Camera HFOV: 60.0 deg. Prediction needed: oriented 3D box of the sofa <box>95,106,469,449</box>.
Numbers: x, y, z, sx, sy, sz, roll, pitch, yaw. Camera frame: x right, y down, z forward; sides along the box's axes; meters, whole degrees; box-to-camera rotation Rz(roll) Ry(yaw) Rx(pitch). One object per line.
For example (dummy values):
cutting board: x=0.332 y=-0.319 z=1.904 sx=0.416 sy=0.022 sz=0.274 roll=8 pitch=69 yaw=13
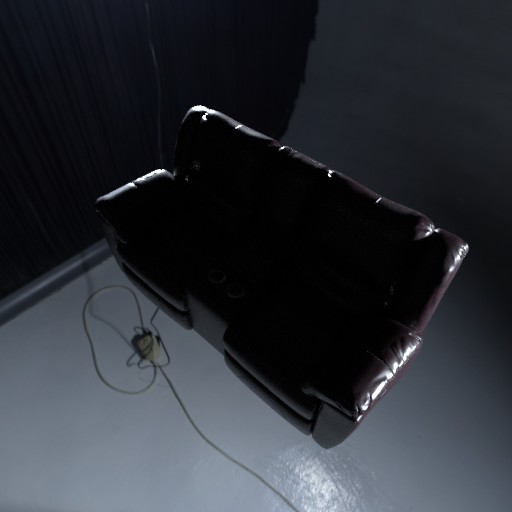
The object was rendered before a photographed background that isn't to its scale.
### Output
sofa: x=0.000 y=0.000 z=2.651 sx=2.058 sy=1.043 sz=0.991 roll=35 pitch=56 yaw=28
